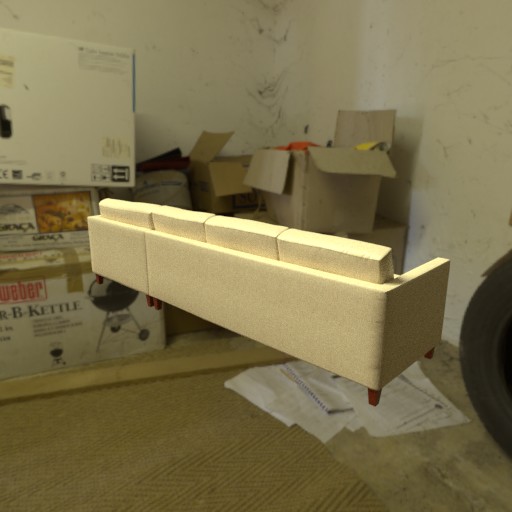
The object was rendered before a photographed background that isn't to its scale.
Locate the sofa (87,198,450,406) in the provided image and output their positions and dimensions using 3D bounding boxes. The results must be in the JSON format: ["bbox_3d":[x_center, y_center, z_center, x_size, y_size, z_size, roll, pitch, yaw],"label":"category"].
[{"bbox_3d":[0.000,0.000,4.170,3.471,0.954,1.603,14,20,41],"label":"sofa"}]
